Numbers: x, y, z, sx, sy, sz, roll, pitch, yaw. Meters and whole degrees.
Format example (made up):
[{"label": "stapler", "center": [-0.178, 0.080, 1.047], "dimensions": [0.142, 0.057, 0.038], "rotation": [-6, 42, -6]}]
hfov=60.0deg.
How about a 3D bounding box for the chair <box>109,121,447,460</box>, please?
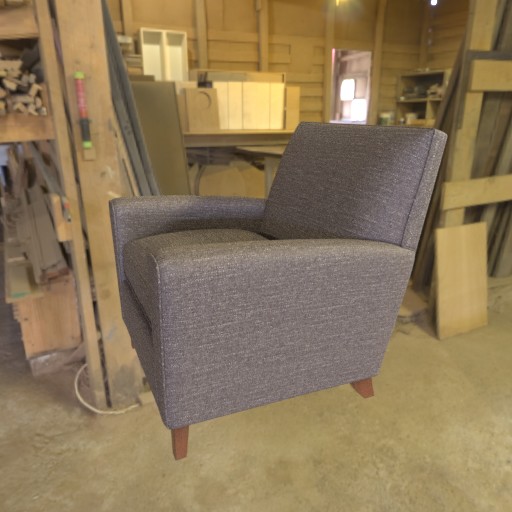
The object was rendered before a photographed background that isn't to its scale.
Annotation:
[{"label": "chair", "center": [0.000, 0.000, 1.569], "dimensions": [0.875, 0.885, 0.838], "rotation": [-8, 20, -23]}]
